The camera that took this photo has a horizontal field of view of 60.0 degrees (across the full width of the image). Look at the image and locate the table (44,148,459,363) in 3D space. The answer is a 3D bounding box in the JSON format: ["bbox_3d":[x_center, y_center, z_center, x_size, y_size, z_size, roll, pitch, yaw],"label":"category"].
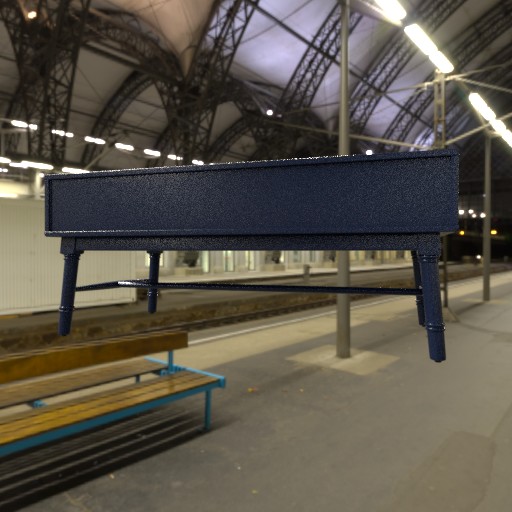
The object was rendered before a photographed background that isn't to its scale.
[{"bbox_3d":[0.000,0.000,1.357,1.067,0.457,0.572,0,1,17],"label":"table"}]
